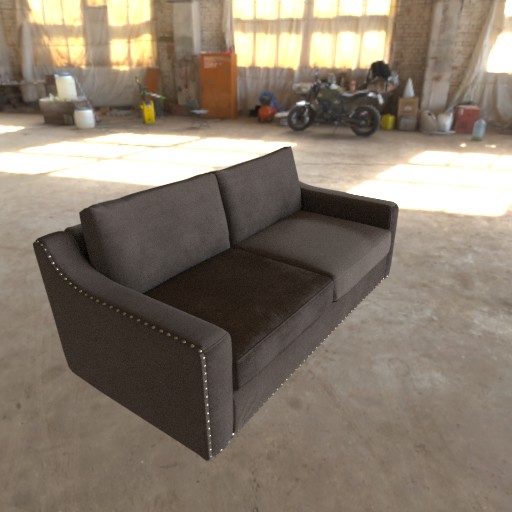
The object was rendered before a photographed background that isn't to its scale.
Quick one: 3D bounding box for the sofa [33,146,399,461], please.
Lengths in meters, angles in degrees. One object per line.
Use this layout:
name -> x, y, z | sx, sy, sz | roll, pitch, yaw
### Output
sofa -> 0.000, 0.000, 3.281 | 1.336, 1.196, 2.550 | 17, 30, 32
